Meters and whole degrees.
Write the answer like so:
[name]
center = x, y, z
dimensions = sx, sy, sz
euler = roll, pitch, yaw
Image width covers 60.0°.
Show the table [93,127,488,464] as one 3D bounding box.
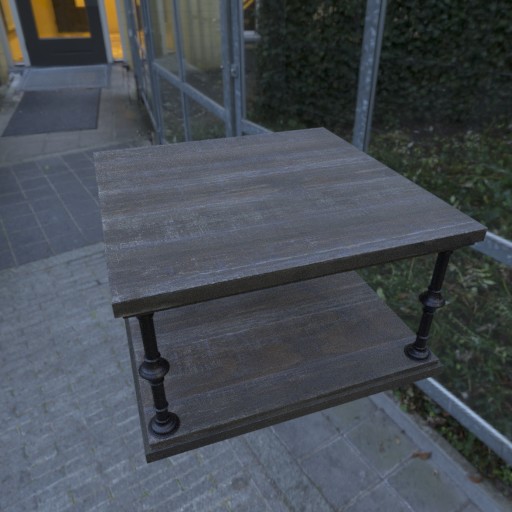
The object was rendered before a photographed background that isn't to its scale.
[table]
center = 0.000, 0.000, 1.135
dimensions = 0.696, 0.400, 0.696
euler = -11, 34, -16
